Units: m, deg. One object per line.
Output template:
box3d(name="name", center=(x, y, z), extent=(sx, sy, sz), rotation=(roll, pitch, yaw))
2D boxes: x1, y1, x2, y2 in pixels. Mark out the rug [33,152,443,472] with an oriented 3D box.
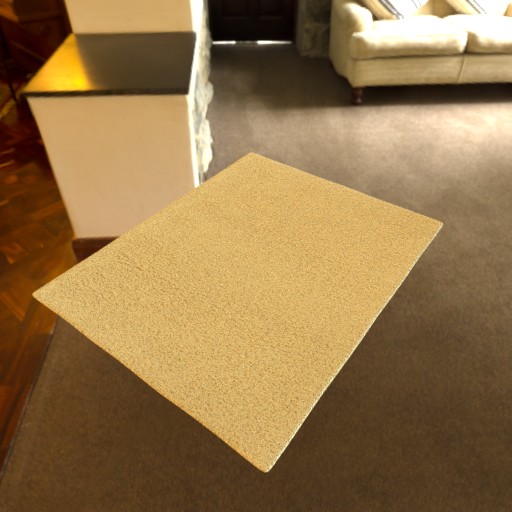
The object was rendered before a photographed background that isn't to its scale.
box3d(name="rug", center=(0.000, 0.000, 4.086), extent=(2.438, 0.029, 3.047), rotation=(26, 48, 27))
